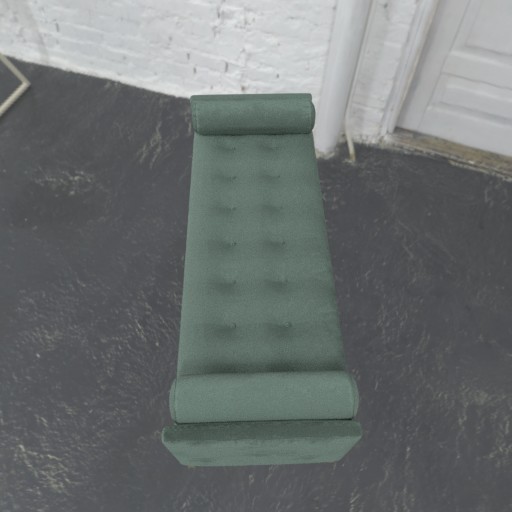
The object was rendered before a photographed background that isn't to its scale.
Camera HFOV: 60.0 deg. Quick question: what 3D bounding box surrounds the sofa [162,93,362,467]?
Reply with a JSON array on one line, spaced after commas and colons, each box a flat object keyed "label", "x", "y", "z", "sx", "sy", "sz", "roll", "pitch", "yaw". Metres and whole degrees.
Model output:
[{"label": "sofa", "x": 0.000, "y": 0.000, "z": 2.498, "sx": 0.796, "sy": 0.705, "sz": 2.102, "roll": -1, "pitch": 57, "yaw": -1}]
